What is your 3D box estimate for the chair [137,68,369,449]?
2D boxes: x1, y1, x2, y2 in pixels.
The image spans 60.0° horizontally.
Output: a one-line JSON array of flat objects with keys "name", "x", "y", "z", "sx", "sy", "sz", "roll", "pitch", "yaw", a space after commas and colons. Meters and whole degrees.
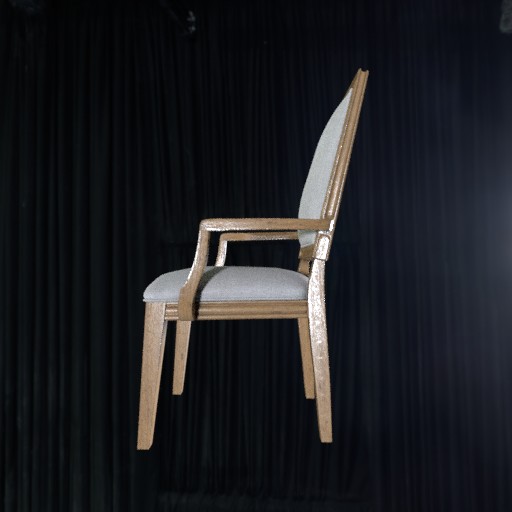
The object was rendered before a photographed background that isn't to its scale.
[{"name": "chair", "x": 0.000, "y": 0.000, "z": 1.380, "sx": 0.602, "sy": 0.990, "sz": 0.606, "roll": 0, "pitch": -1, "yaw": 0}]
